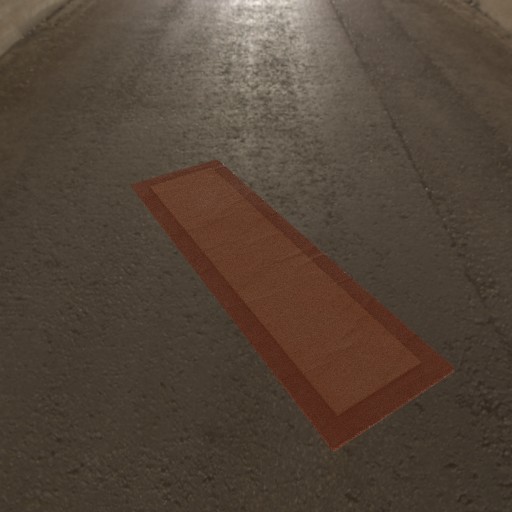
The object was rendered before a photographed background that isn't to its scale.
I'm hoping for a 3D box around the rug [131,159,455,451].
[{"bbox_3d":[0.000,0.000,2.758,0.914,0.013,2.471,-25,47,-26],"label":"rug"}]
